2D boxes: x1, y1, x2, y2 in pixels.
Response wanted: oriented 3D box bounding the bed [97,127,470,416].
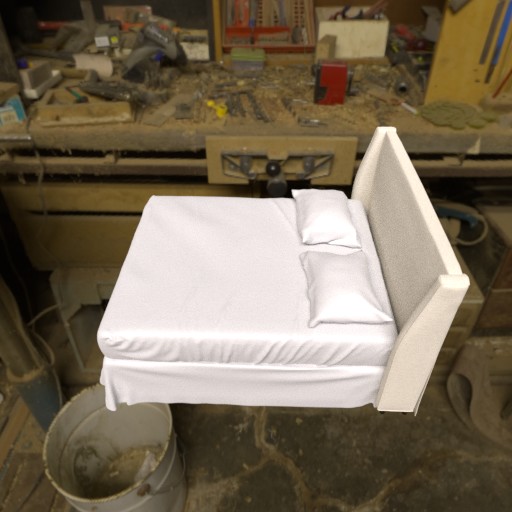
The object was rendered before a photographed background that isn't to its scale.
[{"bbox_3d":[0.000,0.000,3.420,2.276,1.332,1.925,1,40,1],"label":"bed"}]
